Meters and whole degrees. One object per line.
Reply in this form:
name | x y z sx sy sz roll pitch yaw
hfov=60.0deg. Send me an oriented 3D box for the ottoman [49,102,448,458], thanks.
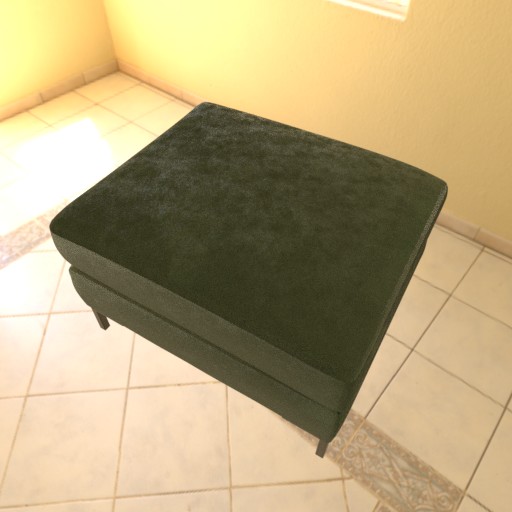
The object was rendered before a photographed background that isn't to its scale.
ottoman | 0.000 0.000 1.305 0.839 0.538 0.701 24 52 20
